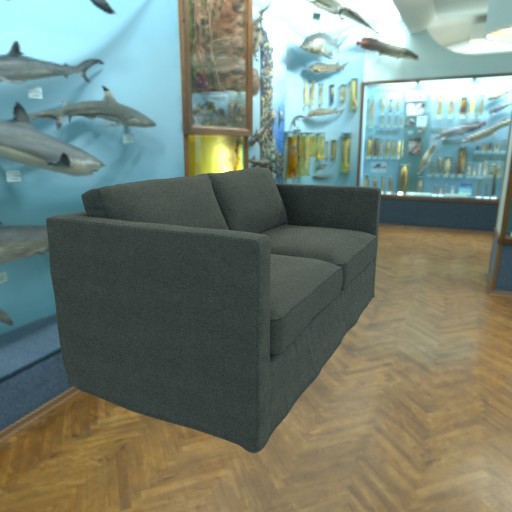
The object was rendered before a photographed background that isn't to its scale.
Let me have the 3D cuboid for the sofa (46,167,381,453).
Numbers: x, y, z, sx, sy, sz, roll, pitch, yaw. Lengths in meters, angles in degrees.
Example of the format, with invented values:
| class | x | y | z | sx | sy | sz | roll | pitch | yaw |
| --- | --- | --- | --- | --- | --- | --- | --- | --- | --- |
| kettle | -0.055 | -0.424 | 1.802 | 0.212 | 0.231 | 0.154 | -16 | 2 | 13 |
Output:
| class | x | y | z | sx | sy | sz | roll | pitch | yaw |
| --- | --- | --- | --- | --- | --- | --- | --- | --- | --- |
| sofa | 0.000 | 0.000 | 2.346 | 0.974 | 0.854 | 1.802 | 7 | 16 | 26 |
